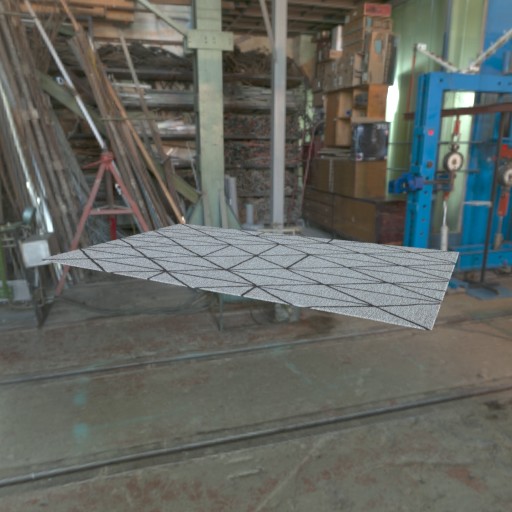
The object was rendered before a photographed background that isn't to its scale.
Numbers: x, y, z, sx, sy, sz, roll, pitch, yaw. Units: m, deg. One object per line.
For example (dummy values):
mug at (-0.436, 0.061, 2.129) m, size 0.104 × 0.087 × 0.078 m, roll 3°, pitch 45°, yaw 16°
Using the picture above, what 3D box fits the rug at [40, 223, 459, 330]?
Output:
rug at (0.000, 0.000, 3.060) m, size 2.465 × 0.008 × 1.526 m, roll 7°, pitch 16°, yaw 27°
